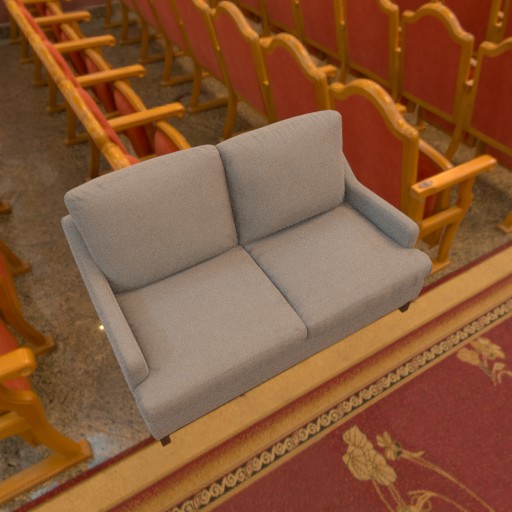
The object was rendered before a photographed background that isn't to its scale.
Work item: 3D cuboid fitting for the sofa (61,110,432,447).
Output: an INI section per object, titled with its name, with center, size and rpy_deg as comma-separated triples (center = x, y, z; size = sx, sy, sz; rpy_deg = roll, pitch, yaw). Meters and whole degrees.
[sofa]
center = 0.000, 0.000, 2.237
size = 1.589, 0.921, 0.987
rpy_deg = -23, 51, -21
